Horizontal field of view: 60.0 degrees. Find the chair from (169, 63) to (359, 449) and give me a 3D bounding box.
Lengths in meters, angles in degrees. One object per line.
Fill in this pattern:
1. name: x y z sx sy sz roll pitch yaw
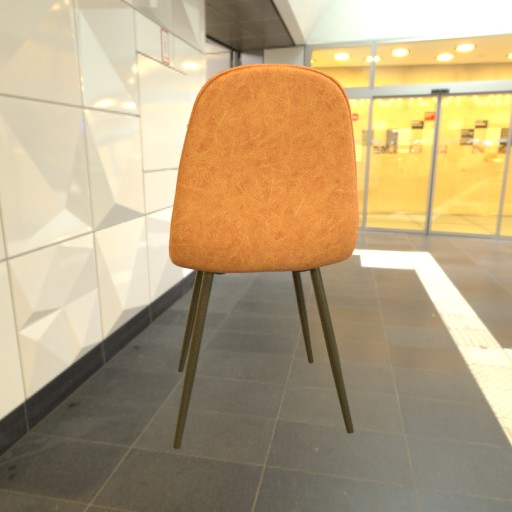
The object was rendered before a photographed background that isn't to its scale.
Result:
1. chair: 0.000 0.000 1.217 0.472 0.889 0.561 -2 14 -8
